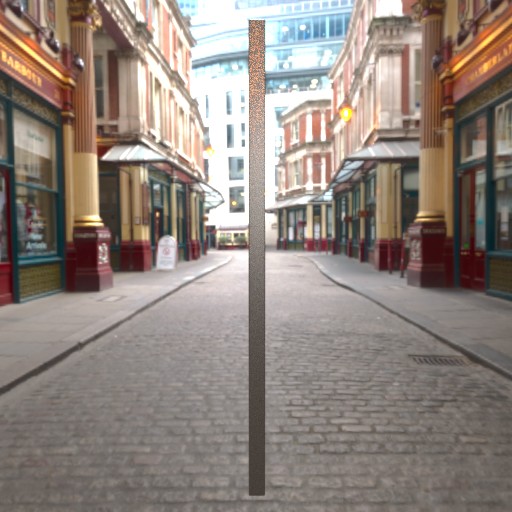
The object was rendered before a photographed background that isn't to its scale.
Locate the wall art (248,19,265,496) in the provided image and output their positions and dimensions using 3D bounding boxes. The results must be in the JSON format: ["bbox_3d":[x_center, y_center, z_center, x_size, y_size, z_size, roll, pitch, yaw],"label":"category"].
[{"bbox_3d":[0.000,0.000,1.385,0.037,1.062,0.801,0,2,0],"label":"wall art"}]
